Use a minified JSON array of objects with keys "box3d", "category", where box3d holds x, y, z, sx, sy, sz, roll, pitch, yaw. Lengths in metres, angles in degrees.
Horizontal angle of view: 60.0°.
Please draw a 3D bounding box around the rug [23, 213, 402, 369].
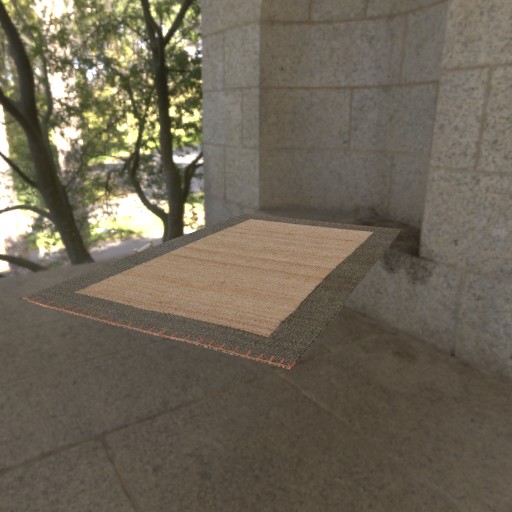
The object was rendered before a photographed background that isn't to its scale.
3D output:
[{"box3d":[0.000,0.000,2.966,1.521,0.006,2.435,8,19,26],"category":"rug"}]
